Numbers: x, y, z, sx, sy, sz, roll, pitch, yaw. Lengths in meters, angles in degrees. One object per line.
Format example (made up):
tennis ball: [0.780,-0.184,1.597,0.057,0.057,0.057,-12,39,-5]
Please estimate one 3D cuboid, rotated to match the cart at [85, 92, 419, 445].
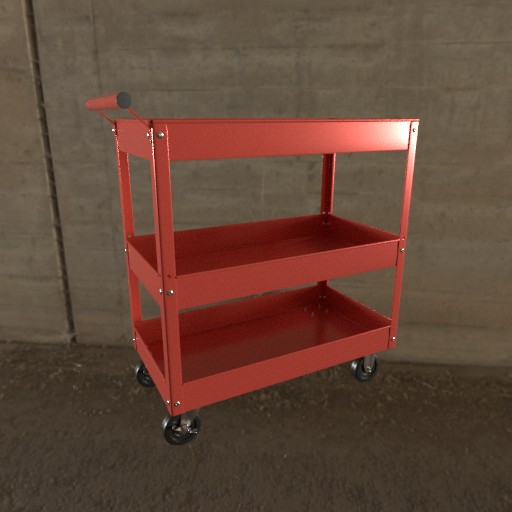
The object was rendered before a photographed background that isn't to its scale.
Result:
cart: [0.000,0.000,1.166,0.719,0.780,0.366,-9,20,-26]
